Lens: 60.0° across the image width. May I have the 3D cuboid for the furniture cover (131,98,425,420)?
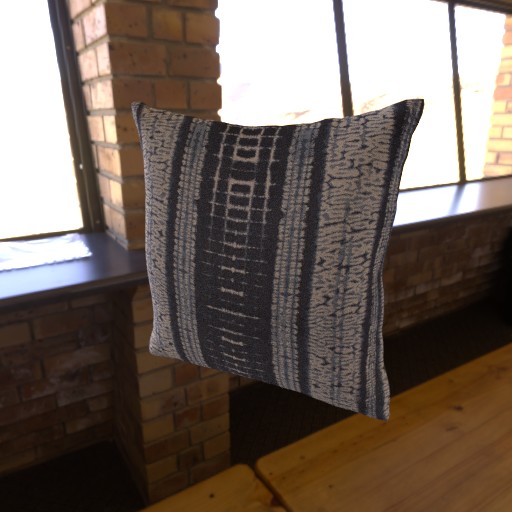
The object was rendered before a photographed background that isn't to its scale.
[{"bbox_3d":[0.000,0.000,0.654,0.425,0.435,0.133,8,19,25],"label":"furniture cover"}]
